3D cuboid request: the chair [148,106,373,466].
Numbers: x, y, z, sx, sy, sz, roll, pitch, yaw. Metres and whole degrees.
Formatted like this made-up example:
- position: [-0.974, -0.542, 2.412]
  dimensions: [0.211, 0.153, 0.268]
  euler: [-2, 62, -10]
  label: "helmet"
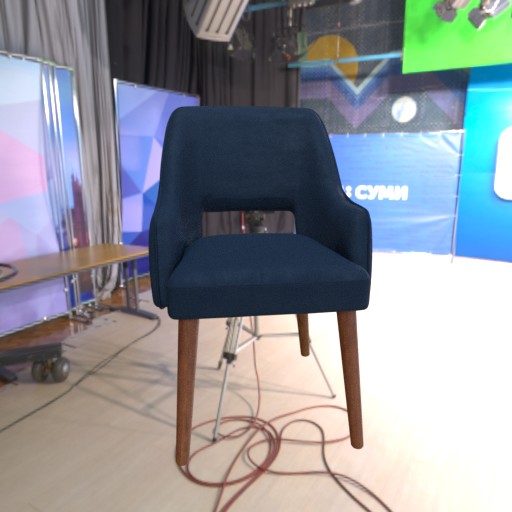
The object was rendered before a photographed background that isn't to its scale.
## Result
- position: [0.000, 0.000, 1.236]
  dimensions: [0.559, 0.844, 0.591]
  euler: [-2, 14, -8]
  label: "chair"
